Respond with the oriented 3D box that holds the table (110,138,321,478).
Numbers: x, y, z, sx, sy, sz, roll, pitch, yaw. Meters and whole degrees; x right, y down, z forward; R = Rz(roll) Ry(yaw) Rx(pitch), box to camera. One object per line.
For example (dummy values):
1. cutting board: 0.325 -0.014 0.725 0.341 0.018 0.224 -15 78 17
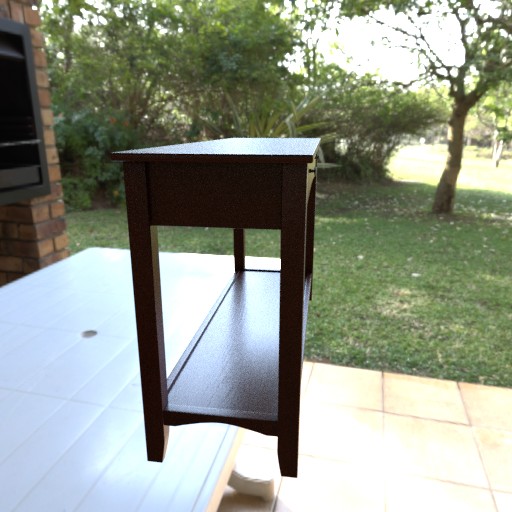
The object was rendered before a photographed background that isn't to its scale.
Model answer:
1. table: 0.000 0.000 1.491 0.392 0.739 1.188 2 16 8
